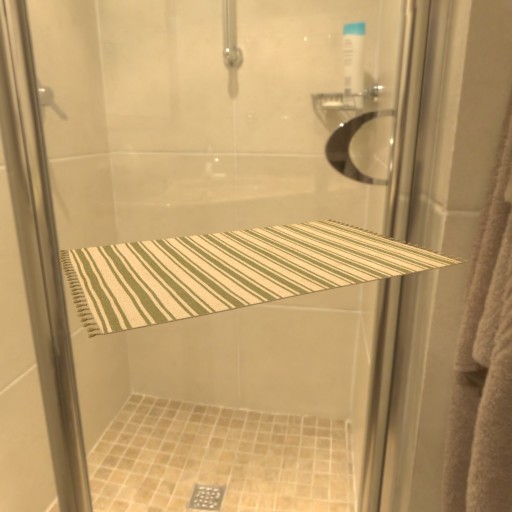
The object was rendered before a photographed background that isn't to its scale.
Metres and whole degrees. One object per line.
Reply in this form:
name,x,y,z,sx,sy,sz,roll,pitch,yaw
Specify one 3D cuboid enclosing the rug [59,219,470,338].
rug,0.000,0.000,3.073,2.435,0.018,1.540,-8,18,-26
